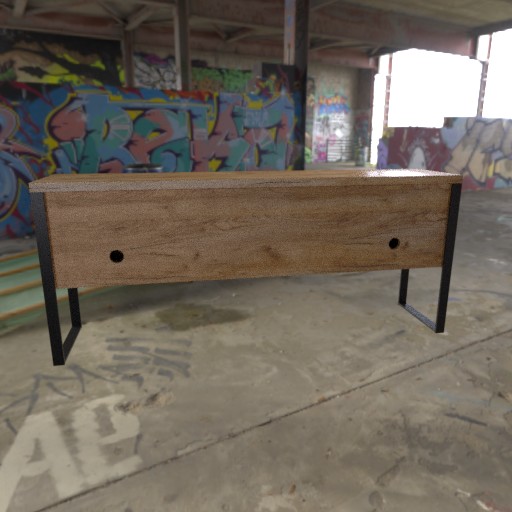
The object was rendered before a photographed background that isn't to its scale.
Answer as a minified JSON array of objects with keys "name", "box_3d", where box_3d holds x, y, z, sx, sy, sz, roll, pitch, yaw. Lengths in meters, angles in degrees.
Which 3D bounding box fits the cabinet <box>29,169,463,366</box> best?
[{"name":"cabinet","box_3d":[0.000,0.000,2.102,1.800,0.762,0.395,-3,16,-10]}]
